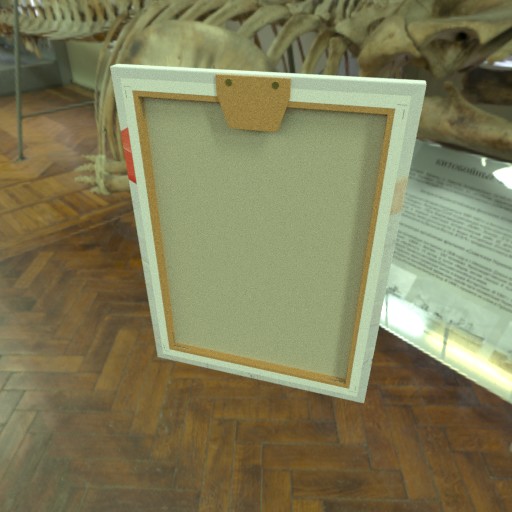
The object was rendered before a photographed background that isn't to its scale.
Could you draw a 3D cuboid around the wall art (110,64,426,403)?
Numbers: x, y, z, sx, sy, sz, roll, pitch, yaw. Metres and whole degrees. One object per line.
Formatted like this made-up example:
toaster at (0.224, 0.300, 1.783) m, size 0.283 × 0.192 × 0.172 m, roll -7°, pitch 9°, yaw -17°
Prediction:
wall art at (0.000, 0.000, 1.309) m, size 0.759 × 1.014 × 0.045 m, roll 9°, pitch 34°, yaw 14°
